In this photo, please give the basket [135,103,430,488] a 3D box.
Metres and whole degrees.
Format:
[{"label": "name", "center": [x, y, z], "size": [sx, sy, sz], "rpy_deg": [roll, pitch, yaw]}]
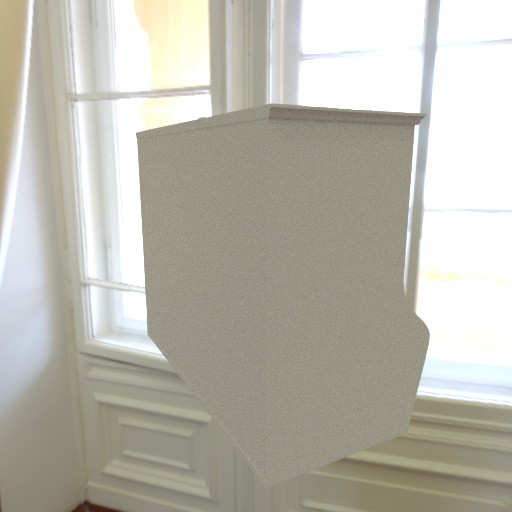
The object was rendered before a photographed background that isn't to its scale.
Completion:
[{"label": "basket", "center": [0.000, 0.000, 1.108], "size": [0.376, 0.625, 0.792], "rpy_deg": [-7, 14, -27]}]
